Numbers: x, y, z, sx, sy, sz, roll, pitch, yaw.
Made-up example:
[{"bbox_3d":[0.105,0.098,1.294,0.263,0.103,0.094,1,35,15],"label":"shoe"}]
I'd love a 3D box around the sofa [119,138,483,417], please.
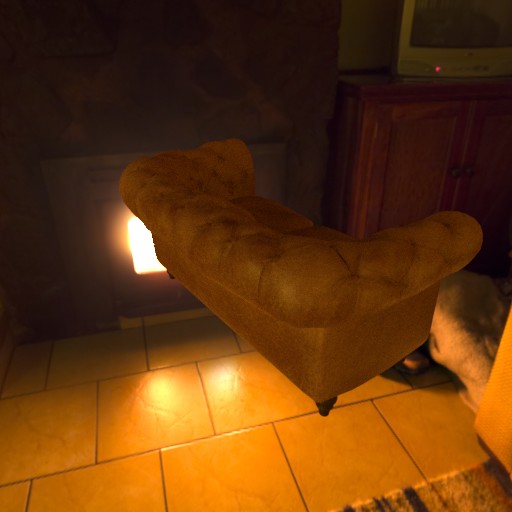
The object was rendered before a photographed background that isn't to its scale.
[{"bbox_3d":[0.000,0.000,2.482,1.042,0.877,1.979,-19,33,-32],"label":"sofa"}]
